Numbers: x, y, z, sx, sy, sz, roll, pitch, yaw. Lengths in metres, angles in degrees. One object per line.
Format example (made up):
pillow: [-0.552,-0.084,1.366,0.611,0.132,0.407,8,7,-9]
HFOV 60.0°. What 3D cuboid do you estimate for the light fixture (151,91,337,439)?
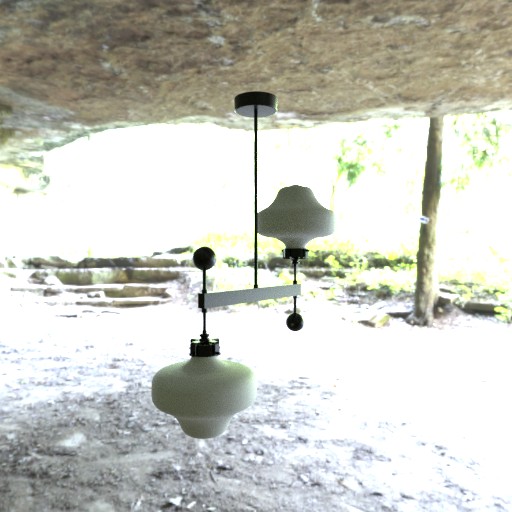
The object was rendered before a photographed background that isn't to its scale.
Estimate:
light fixture: [0.000,0.000,1.050,0.422,0.743,0.489,0,0,1]
